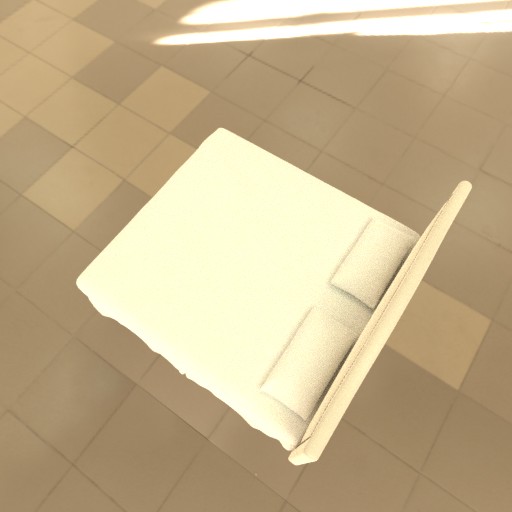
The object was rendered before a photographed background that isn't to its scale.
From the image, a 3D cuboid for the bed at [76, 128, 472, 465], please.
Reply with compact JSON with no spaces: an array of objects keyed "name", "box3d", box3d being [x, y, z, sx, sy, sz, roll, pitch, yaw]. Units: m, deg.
[{"name":"bed","box3d":[0.000,0.000,3.440,2.182,1.421,2.083,32,68,14]}]
